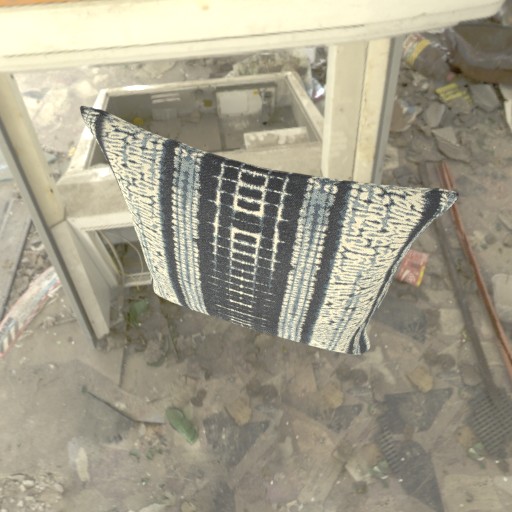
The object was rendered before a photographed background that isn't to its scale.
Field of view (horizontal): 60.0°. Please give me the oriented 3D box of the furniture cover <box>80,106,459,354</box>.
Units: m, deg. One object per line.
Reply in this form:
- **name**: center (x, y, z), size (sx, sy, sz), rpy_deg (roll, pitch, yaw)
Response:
- **furniture cover**: center (0.000, 0.000, 0.654), size (0.425, 0.435, 0.133), rpy_deg (16, 59, 10)
